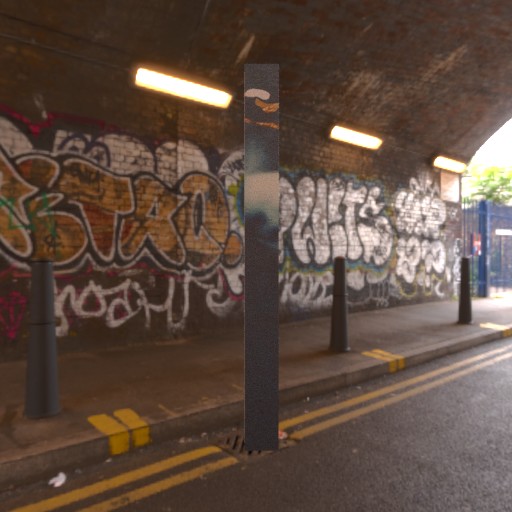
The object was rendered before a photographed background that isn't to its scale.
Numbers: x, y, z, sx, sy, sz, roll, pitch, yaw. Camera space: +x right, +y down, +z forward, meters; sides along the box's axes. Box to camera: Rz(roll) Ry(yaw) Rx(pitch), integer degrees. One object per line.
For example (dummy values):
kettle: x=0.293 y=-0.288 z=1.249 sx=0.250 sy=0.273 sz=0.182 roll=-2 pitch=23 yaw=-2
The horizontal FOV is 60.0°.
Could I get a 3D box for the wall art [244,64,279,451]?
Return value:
wall art: x=0.000 y=0.000 z=0.768 sx=0.036 sy=0.405 sz=0.607 roll=0 pitch=0 yaw=-1
